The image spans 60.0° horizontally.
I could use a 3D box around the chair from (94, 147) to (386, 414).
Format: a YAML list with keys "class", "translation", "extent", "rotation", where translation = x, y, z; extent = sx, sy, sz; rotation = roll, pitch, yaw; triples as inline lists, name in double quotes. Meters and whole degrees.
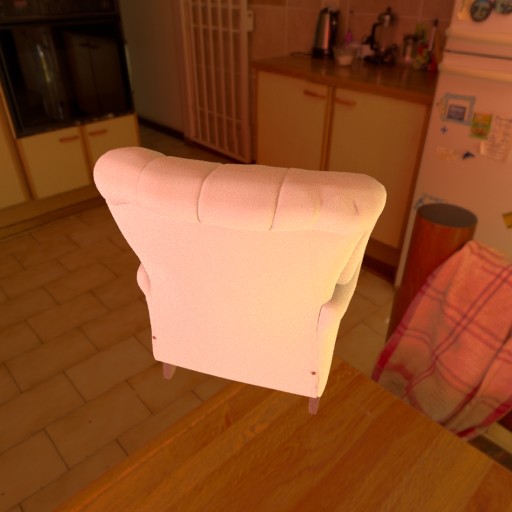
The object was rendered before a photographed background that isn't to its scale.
- class: "chair"
  translation: [0.000, 0.000, 2.138]
  extent: [1.090, 1.217, 1.128]
  rotation: [9, 34, 14]
